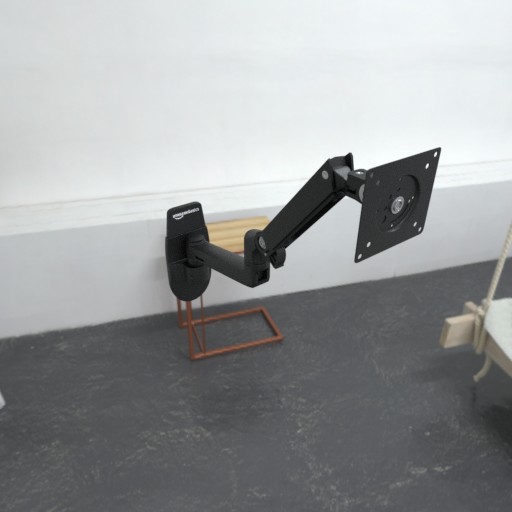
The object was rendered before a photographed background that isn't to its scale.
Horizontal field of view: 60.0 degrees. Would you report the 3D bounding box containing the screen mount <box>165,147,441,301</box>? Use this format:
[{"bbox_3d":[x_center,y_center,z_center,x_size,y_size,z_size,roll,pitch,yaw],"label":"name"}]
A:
[{"bbox_3d":[0.000,0.000,0.722,0.115,0.466,0.495,-21,37,-31],"label":"screen mount"}]
